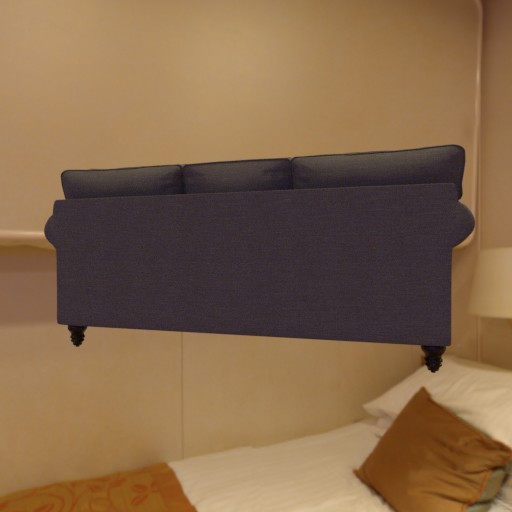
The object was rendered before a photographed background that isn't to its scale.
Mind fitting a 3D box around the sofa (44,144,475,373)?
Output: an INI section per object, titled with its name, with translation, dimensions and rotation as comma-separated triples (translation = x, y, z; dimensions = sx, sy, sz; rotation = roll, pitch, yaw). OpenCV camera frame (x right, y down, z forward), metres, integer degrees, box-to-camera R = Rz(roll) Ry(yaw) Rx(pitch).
[sofa]
translation = 0.000, 0.000, 2.456
dimensions = 2.084, 0.966, 0.909
rotation = 0, 0, 17
